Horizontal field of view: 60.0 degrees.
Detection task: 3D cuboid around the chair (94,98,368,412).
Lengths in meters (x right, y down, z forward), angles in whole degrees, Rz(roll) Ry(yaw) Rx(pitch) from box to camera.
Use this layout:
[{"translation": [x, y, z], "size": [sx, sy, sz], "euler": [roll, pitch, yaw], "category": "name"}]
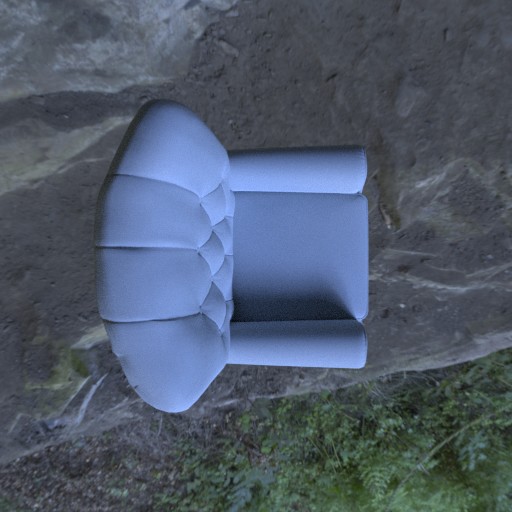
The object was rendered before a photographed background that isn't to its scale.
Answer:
[{"translation": [0.000, 0.000, 2.053], "size": [1.128, 1.217, 1.090], "euler": [0, 90, 0], "category": "chair"}]
